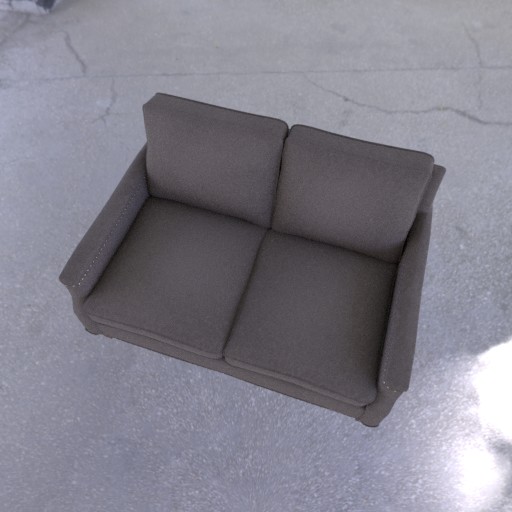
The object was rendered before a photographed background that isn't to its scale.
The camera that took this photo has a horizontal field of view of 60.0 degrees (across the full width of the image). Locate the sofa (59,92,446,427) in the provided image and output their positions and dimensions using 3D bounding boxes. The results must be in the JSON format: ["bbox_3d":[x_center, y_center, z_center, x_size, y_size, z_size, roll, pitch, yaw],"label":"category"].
[{"bbox_3d":[0.000,0.000,2.207,1.597,1.003,1.084,16,61,9],"label":"sofa"}]
